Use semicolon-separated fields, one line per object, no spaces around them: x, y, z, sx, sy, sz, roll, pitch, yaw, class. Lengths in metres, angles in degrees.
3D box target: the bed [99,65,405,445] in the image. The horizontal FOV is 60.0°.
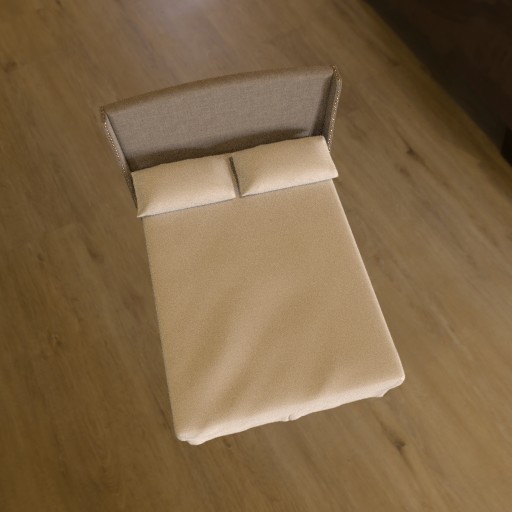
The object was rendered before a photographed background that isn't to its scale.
0.000;0.000;3.259;1.710;1.407;2.237;-12;66;-6;bed
